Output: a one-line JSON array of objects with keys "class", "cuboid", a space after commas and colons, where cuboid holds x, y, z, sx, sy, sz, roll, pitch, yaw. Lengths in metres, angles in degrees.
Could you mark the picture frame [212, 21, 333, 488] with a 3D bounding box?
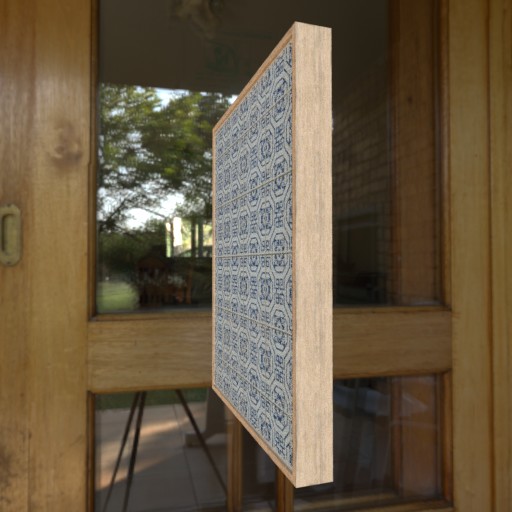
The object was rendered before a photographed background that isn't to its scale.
[{"class": "picture frame", "cuboid": [0.000, 0.000, 0.706, 0.046, 0.526, 0.421, 0, -1, -18]}]
